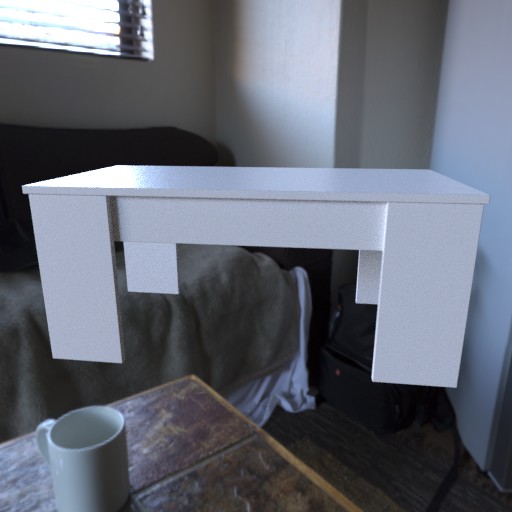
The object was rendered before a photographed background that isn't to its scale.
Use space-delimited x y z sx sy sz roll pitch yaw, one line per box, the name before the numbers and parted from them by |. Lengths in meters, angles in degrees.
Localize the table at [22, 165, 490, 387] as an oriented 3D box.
table | 0.000 0.000 1.237 1.000 0.440 0.500 2 17 7
